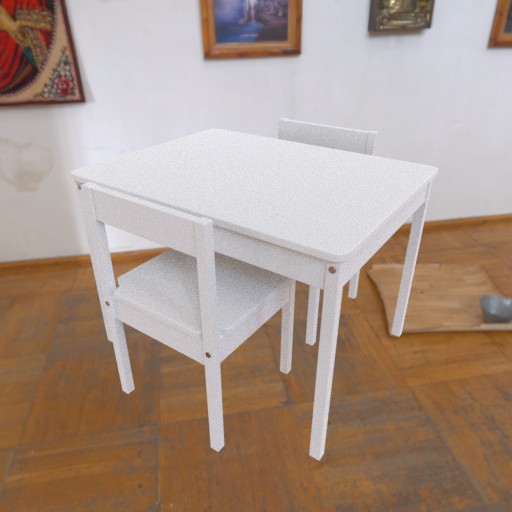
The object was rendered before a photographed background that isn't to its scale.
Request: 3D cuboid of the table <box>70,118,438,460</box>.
[{"bbox_3d":[0.000,0.000,1.071,0.650,0.503,0.672,19,34,30],"label":"table"}]
